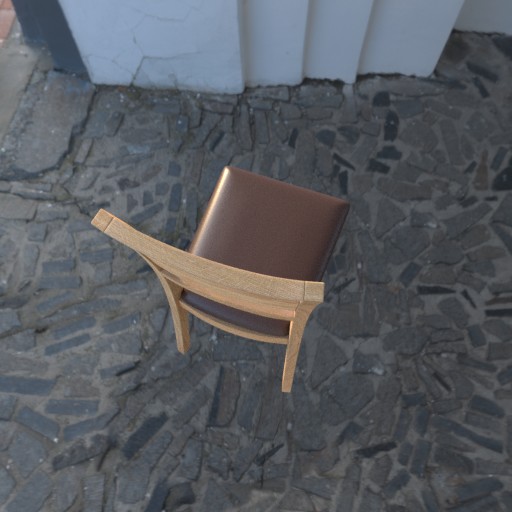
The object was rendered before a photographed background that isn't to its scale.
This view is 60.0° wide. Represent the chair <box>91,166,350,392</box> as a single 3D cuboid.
[{"bbox_3d":[0.000,0.000,1.221,0.420,0.940,0.545,18,65,9],"label":"chair"}]
